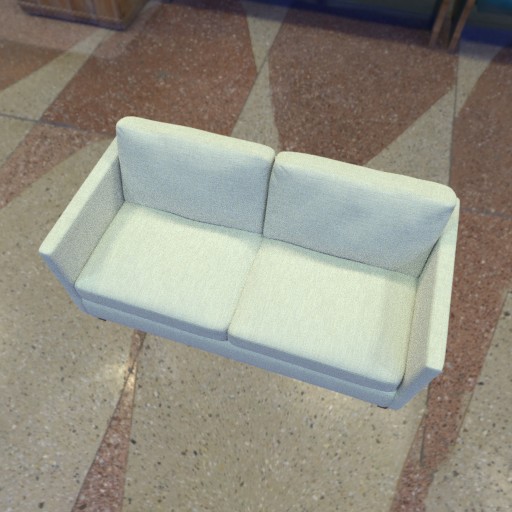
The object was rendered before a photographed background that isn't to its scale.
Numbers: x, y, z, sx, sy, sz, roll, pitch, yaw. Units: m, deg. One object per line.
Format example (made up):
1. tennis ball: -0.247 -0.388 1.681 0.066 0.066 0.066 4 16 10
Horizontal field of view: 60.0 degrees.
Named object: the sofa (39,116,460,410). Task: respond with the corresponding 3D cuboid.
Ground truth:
1. sofa: 0.000 0.000 2.332 1.838 0.963 0.950 15 59 9
